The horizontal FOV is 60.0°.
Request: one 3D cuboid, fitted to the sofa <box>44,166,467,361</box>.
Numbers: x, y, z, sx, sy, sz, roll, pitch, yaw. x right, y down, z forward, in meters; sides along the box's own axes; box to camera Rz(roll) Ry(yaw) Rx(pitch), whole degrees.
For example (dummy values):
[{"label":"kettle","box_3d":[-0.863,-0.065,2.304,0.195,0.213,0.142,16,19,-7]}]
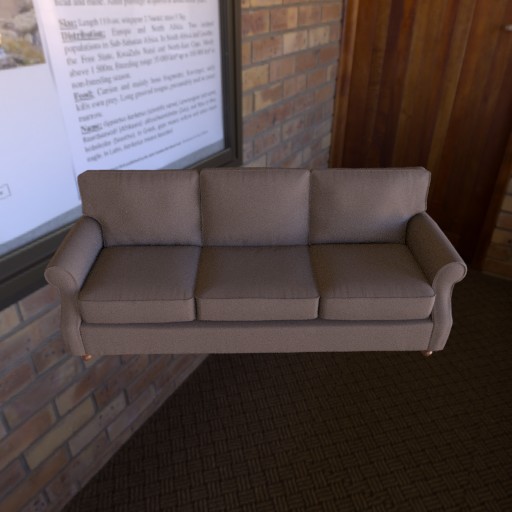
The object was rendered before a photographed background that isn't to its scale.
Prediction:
[{"label":"sofa","box_3d":[0.000,0.000,2.782,2.353,0.948,0.966,-1,32,-1]}]
